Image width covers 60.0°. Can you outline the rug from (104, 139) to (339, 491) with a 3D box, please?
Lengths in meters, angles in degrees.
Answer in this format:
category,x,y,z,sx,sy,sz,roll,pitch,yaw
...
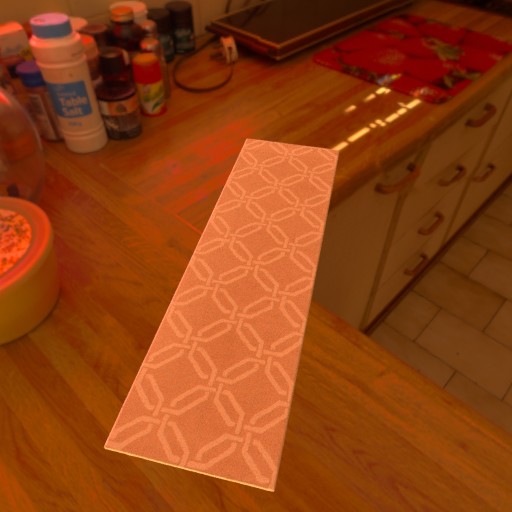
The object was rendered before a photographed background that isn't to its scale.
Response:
category,x,y,z,sx,sy,sz,roll,pitch,yaw
rug,0.000,0.000,2.430,0.678,0.014,2.276,10,47,9
